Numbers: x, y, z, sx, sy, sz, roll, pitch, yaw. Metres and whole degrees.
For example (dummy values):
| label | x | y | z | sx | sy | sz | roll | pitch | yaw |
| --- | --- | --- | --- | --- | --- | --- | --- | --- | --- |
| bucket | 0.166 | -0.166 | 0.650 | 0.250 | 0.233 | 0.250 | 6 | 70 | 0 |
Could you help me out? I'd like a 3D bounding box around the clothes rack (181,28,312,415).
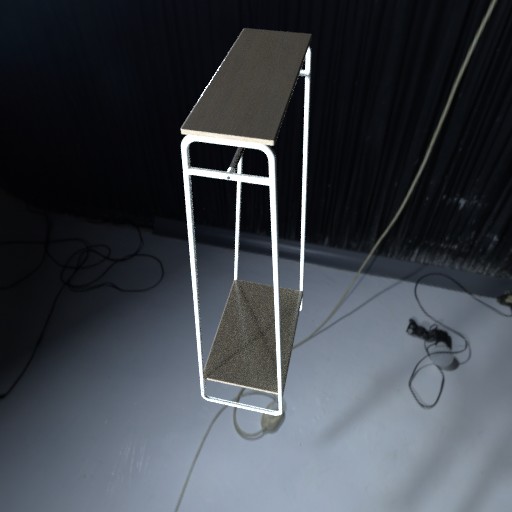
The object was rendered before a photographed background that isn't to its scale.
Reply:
| label | x | y | z | sx | sy | sz | roll | pitch | yaw |
| --- | --- | --- | --- | --- | --- | --- | --- | --- | --- |
| clothes rack | 0.000 | 0.000 | 1.805 | 0.400 | 1.512 | 0.640 | 9 | 48 | 9 |
